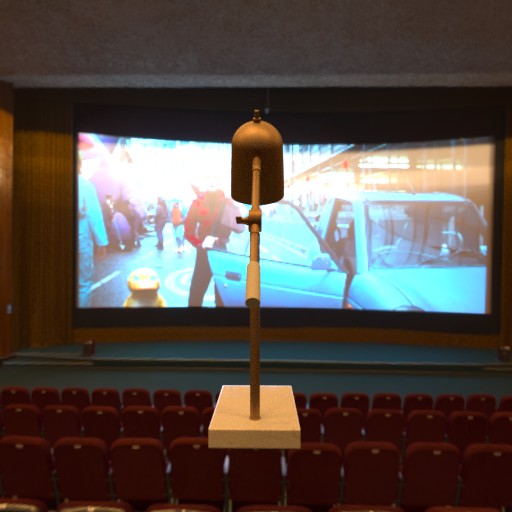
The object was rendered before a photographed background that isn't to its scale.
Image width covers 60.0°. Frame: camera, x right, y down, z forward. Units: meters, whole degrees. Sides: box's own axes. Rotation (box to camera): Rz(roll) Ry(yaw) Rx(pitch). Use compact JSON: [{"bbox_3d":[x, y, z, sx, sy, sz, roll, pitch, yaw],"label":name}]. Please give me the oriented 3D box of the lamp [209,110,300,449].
[{"bbox_3d":[0.000,0.000,0.825,0.144,0.603,0.471,0,0,1],"label":"lamp"}]
